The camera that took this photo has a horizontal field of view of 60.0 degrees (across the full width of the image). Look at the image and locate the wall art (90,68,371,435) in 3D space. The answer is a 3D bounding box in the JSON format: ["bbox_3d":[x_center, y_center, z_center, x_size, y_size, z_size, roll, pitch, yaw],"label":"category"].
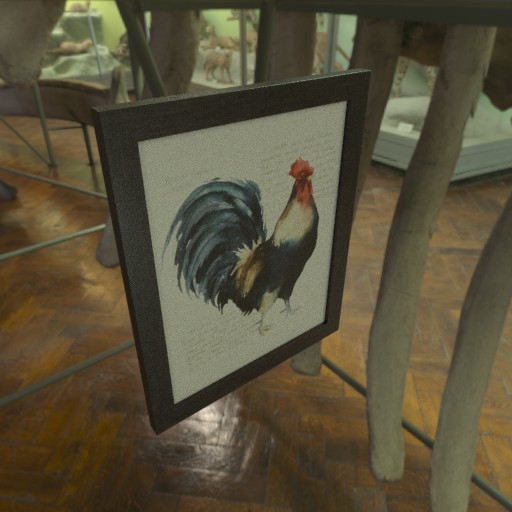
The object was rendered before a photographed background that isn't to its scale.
[{"bbox_3d":[0.000,0.000,0.795,0.479,0.580,0.027,-22,38,-31],"label":"wall art"}]
